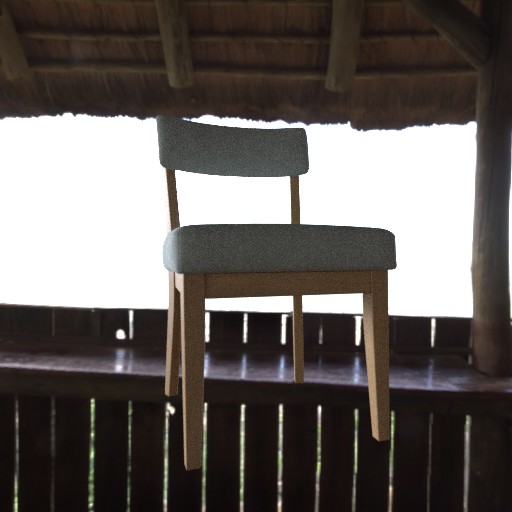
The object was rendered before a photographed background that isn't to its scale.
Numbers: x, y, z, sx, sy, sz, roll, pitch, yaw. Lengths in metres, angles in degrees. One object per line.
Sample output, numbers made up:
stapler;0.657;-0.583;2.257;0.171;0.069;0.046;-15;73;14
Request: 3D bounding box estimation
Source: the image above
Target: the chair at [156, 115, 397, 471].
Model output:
chair;0.000;0.000;1.181;0.508;0.832;0.572;0;1;-18
